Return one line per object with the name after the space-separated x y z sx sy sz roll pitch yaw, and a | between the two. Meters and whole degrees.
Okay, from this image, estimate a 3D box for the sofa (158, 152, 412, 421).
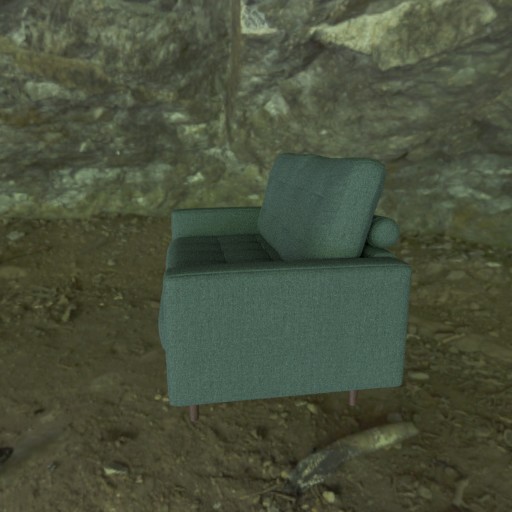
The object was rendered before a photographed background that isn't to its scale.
0.000 0.000 2.035 0.842 0.907 1.407 -2 14 -9 | sofa
